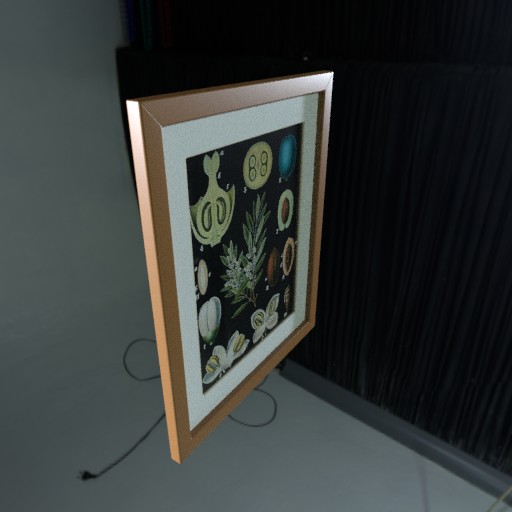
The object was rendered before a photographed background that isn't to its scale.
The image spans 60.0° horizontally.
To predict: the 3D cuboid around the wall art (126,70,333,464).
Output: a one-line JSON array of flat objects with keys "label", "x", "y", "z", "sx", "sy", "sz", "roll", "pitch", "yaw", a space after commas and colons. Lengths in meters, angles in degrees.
[{"label": "wall art", "x": 0.000, "y": 0.000, "z": 0.515, "sx": 0.015, "sy": 0.379, "sz": 0.310, "roll": 18, "pitch": 32, "yaw": 31}]
